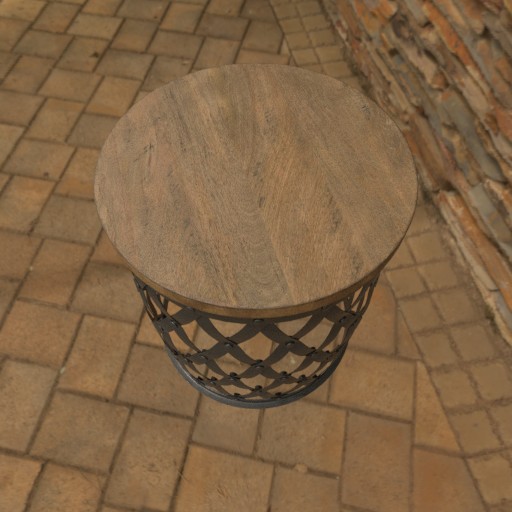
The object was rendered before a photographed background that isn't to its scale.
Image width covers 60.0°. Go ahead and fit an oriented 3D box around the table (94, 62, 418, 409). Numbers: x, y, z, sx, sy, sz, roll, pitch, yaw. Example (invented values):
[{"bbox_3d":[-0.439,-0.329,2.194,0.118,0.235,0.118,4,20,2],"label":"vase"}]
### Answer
[{"bbox_3d":[0.000,0.000,0.754,0.405,0.454,0.405,0,59,0],"label":"table"}]
